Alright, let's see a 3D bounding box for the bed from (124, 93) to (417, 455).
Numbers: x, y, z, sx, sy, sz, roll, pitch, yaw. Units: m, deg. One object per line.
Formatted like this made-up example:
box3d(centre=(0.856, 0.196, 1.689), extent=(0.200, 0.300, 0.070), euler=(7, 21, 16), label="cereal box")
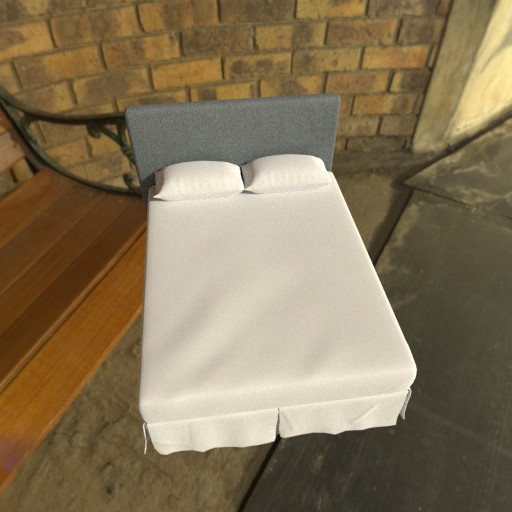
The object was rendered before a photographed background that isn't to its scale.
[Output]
box3d(centre=(0.000, 0.000, 3.128), extent=(1.723, 1.330, 2.142), euler=(-6, 46, -5), label="bed")
